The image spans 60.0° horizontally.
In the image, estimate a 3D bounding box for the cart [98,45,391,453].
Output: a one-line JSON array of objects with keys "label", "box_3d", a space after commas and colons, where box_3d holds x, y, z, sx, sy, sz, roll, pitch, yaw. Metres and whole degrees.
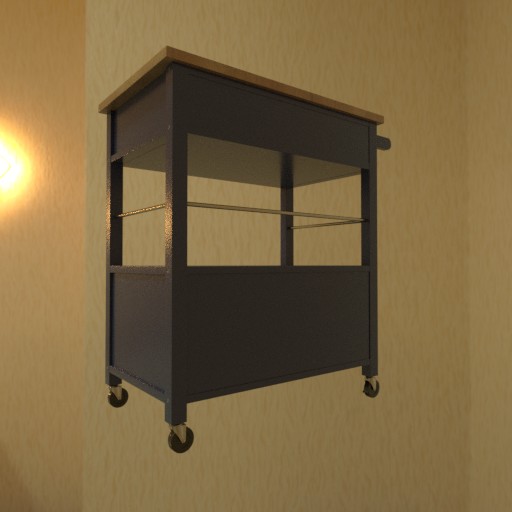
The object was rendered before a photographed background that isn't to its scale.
[{"label": "cart", "box_3d": [0.000, 0.000, 1.392, 0.840, 0.901, 0.459, 1, -1, -37]}]
